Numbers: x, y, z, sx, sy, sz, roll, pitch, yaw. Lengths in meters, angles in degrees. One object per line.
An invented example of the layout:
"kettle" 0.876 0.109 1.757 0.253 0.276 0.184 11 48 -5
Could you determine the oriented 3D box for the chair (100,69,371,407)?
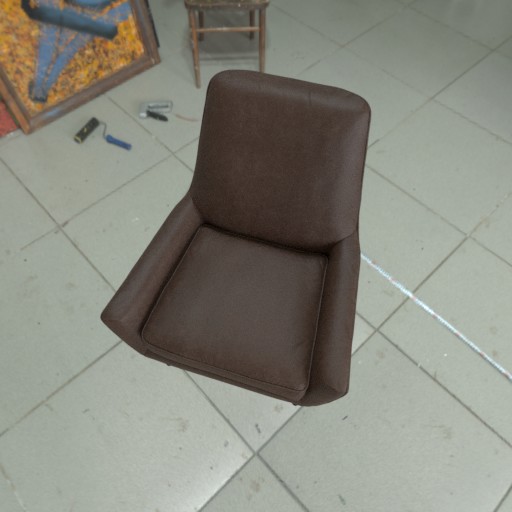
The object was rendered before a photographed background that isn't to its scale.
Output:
"chair" 0.000 0.000 1.545 0.787 0.888 0.824 15 60 9
